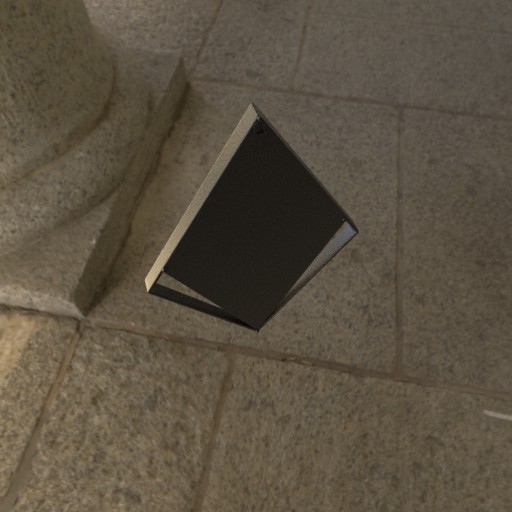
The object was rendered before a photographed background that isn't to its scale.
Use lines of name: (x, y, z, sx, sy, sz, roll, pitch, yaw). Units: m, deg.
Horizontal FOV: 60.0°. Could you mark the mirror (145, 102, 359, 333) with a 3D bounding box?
mirror: (0.000, 0.000, 0.840, 0.419, 0.679, 0.032, -16, 59, -10)
